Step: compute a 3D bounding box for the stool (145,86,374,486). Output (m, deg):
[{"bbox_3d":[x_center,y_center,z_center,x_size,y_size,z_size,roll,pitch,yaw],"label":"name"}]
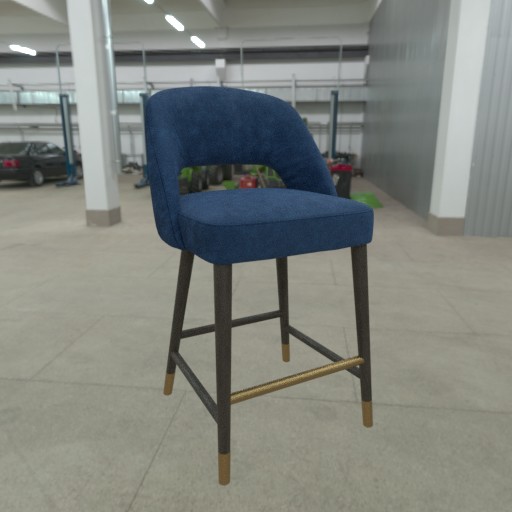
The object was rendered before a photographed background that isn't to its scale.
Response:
[{"bbox_3d":[0.000,0.000,1.228,0.536,0.925,0.524,-8,17,-28],"label":"stool"}]
